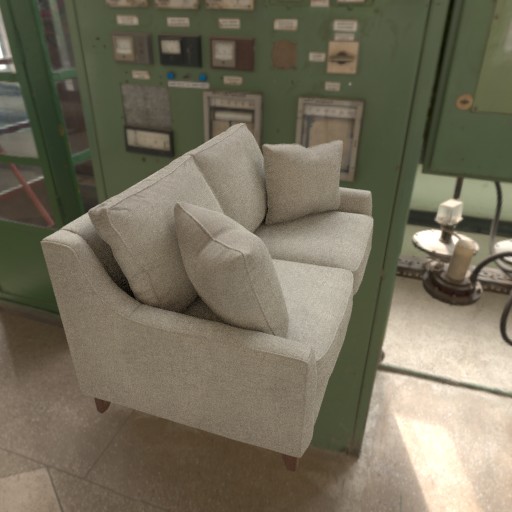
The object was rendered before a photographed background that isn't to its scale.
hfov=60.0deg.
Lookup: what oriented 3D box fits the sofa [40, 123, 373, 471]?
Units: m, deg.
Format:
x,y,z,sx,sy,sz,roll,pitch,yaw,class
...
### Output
x,y,z,sx,sy,sz,roll,pitch,yaw,class
0.000,0.000,1.959,0.915,0.863,1.422,10,31,17,sofa
